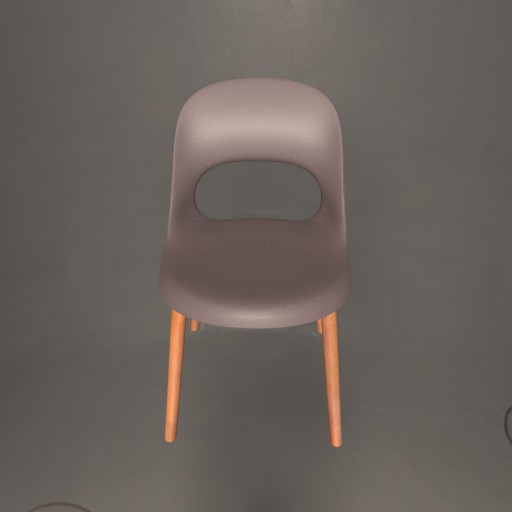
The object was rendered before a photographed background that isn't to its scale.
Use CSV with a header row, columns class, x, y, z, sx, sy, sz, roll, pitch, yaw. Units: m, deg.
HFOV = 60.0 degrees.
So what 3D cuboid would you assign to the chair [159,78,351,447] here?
class,x,y,z,sx,sy,sz,roll,pitch,yaw
chair,0.000,0.000,1.151,0.470,0.794,0.556,1,29,2
